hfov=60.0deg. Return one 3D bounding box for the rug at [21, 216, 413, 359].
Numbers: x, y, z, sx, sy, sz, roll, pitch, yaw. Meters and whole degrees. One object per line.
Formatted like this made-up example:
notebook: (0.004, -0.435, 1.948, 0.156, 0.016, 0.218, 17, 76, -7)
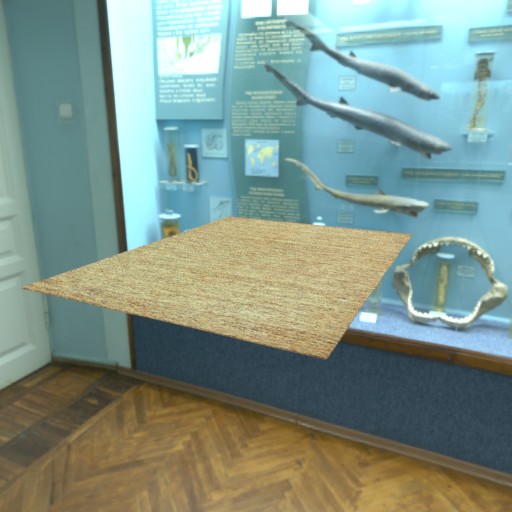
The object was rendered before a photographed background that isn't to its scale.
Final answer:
rug: (0.000, 0.000, 4.251, 2.438, 0.012, 3.200, 8, 18, 25)
